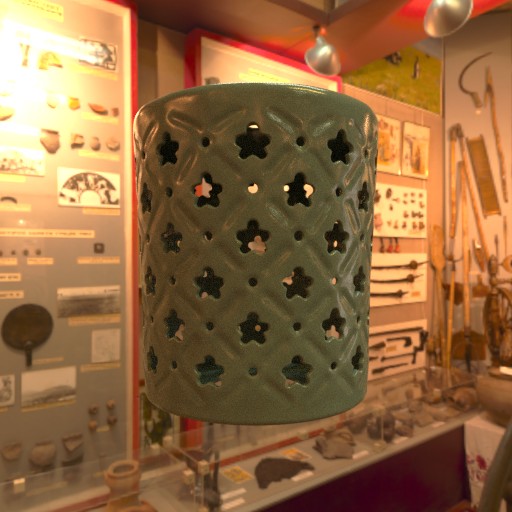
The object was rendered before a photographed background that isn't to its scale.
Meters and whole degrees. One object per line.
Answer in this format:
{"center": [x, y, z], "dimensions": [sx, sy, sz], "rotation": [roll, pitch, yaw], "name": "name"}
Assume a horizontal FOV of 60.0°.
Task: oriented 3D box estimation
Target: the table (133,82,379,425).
{"center": [0.000, 0.000, 0.653], "dimensions": [0.352, 0.387, 0.352], "rotation": [0, 0, 0], "name": "table"}
